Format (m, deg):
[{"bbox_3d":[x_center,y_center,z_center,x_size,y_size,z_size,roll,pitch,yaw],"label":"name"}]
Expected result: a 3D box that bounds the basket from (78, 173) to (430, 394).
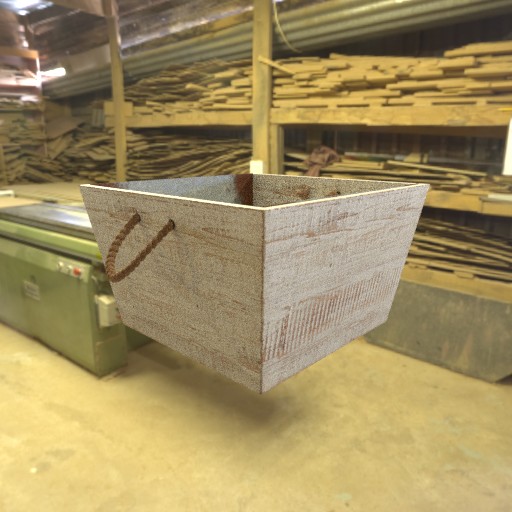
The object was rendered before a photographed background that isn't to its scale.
[{"bbox_3d":[0.000,0.000,0.765,0.413,0.247,0.545,13,19,42],"label":"basket"}]
